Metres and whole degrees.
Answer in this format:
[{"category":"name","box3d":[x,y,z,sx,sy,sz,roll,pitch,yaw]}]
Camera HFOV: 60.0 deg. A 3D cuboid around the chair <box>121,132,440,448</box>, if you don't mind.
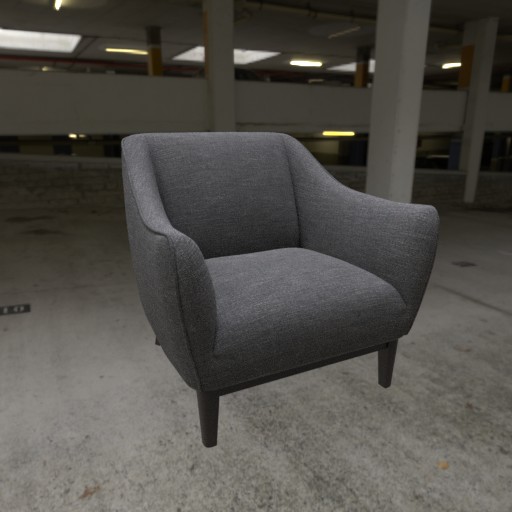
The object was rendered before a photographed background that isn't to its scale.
[{"category":"chair","box3d":[0.000,0.000,1.559,0.870,0.829,0.851,-8,18,-26]}]
